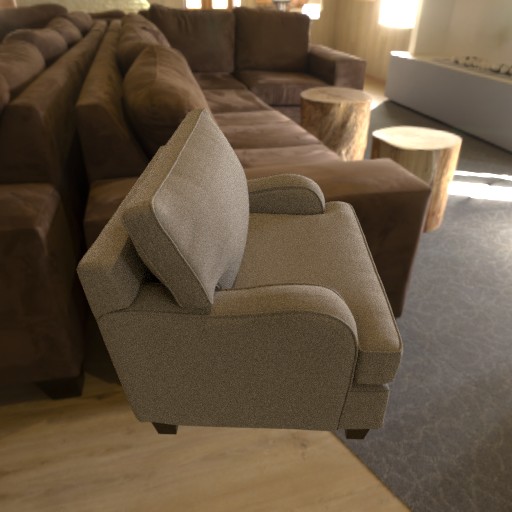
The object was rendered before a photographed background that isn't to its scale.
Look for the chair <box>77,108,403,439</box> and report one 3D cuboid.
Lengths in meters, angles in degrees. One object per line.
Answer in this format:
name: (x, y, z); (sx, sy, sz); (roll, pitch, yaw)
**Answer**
chair: (0.000, 0.000, 1.957); (1.040, 1.016, 1.220); (1, 31, 1)
